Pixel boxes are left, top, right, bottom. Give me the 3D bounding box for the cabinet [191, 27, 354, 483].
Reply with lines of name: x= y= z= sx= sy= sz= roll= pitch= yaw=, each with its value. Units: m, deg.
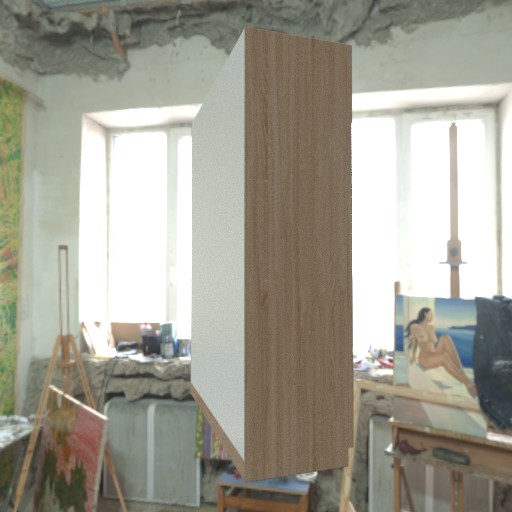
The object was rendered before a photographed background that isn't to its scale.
cabinet: x=0.000 y=0.000 z=2.862 sx=0.590 sy=2.120 sz=1.500 roll=0 pitch=-1 yaw=-18
